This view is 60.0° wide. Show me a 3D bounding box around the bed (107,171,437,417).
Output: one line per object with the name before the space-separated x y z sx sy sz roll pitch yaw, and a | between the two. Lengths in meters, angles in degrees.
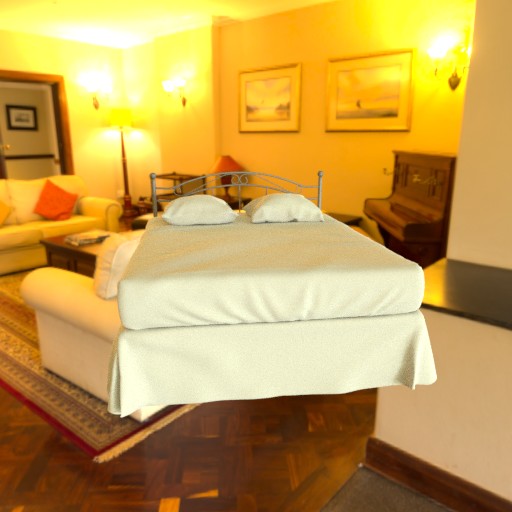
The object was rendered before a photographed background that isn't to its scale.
bed | 0.000 0.000 3.296 1.936 1.080 2.215 -2 15 -8
